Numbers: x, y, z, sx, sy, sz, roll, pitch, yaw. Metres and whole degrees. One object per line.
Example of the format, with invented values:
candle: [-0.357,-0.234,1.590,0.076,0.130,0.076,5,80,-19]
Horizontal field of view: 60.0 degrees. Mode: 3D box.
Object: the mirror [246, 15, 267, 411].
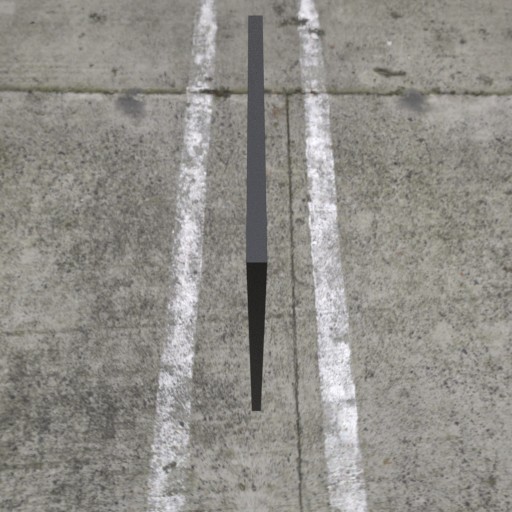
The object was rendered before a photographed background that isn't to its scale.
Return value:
mirror: [0.000,0.000,1.506,0.038,1.219,0.762,0,59,0]
